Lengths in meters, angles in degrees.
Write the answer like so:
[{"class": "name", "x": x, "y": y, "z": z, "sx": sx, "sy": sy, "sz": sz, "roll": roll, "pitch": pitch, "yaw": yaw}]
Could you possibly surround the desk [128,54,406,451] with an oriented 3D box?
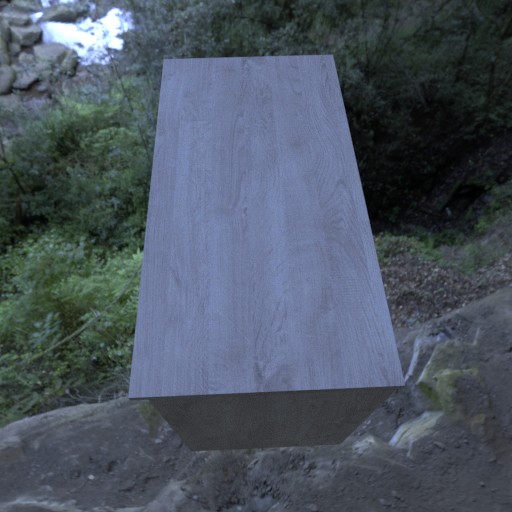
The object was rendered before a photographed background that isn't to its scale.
[{"class": "desk", "x": 0.000, "y": 0.000, "z": 1.493, "sx": 0.560, "sy": 0.735, "sz": 1.097, "roll": -2, "pitch": 58, "yaw": -1}]
